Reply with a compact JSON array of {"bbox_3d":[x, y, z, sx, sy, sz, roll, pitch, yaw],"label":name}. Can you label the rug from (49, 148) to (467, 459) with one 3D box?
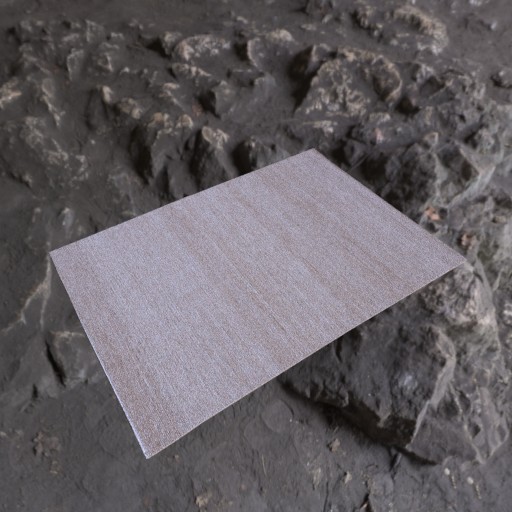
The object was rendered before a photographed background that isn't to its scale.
[{"bbox_3d":[0.000,0.000,2.933,2.283,0.030,1.596,-26,52,-22],"label":"rug"}]
